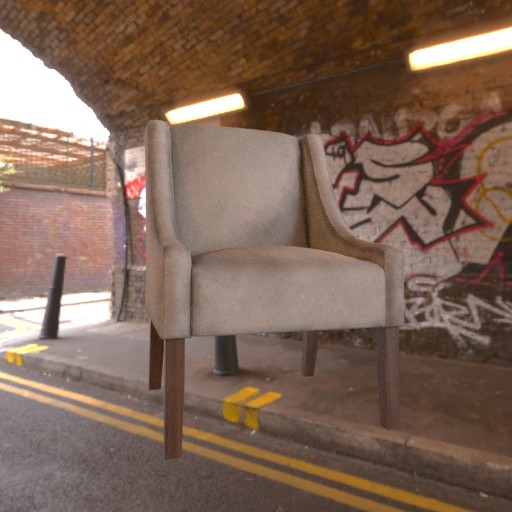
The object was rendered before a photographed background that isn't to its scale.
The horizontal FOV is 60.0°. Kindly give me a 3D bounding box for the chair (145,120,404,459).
[{"bbox_3d":[0.000,0.000,1.335,0.629,0.895,0.629,0,0,-17],"label":"chair"}]
